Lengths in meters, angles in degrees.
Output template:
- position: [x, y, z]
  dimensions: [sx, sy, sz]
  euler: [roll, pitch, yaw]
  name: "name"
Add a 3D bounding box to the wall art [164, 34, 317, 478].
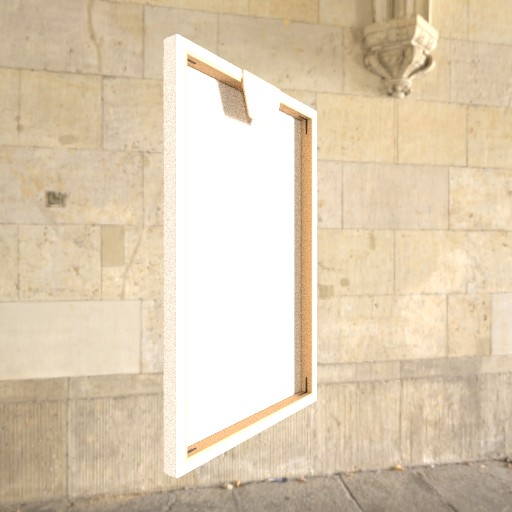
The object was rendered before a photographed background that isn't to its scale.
- position: [0.000, 0.000, 1.151]
  dimensions: [0.048, 0.902, 0.602]
  euler: [0, 0, 36]
  name: "wall art"
